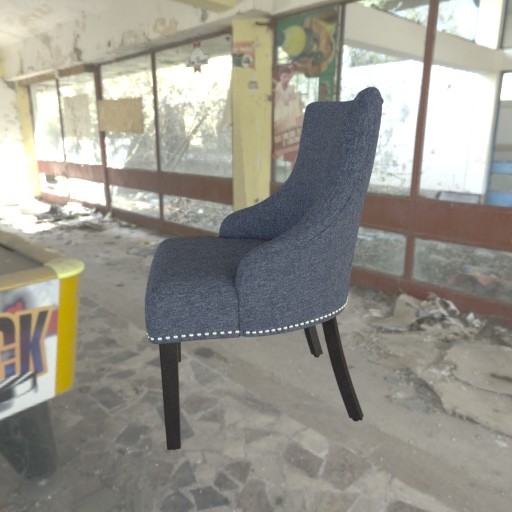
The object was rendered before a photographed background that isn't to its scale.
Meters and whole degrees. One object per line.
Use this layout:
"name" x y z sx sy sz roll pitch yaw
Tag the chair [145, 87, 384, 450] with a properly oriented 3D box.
"chair" 0.000 0.000 1.322 0.629 0.909 0.566 -2 15 -9
